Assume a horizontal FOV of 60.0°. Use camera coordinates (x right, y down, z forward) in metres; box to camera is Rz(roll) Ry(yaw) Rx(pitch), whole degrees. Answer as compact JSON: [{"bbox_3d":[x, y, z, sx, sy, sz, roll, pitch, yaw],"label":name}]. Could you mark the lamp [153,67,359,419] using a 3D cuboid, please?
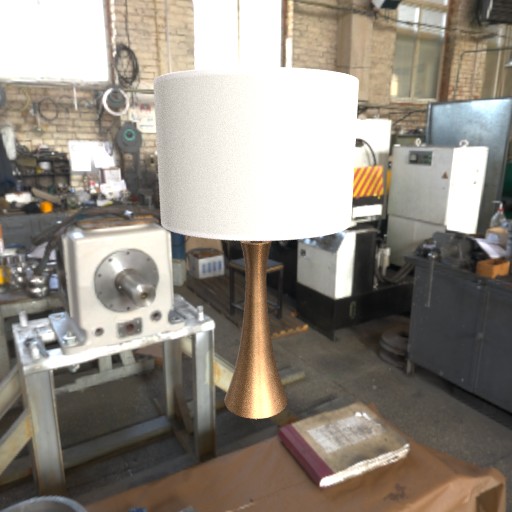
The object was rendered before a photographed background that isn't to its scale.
[{"bbox_3d":[0.000,0.000,0.653,0.268,0.479,0.268,7,16,25],"label":"lamp"}]
